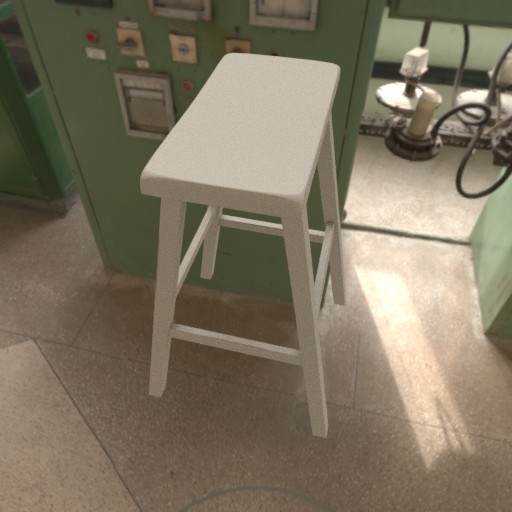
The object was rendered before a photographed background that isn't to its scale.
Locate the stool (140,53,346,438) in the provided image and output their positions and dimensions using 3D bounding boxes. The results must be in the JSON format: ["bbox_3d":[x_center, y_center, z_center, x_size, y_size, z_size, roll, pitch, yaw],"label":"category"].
[{"bbox_3d":[0.000,0.000,1.030,0.476,0.737,0.457,10,48,10],"label":"stool"}]
